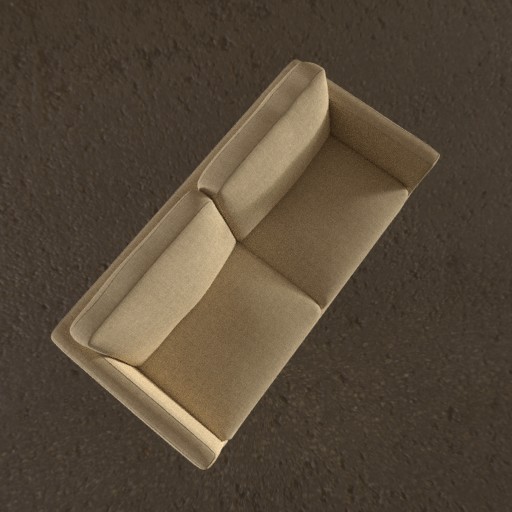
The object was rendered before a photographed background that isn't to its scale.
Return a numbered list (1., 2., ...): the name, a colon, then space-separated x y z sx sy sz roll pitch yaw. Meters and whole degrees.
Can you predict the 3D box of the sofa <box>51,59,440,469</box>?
1. sofa: 0.000 0.000 2.362 0.950 0.963 1.884 37 78 9
